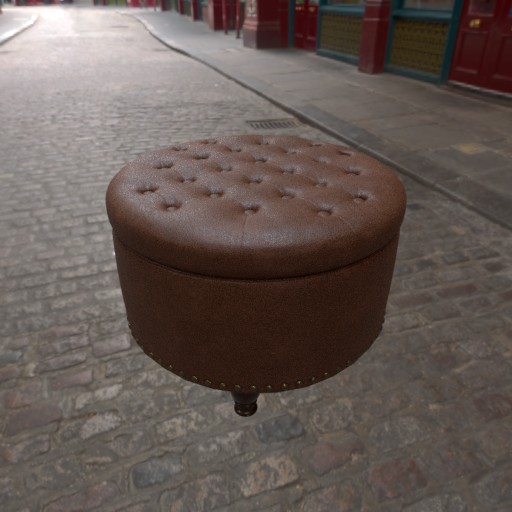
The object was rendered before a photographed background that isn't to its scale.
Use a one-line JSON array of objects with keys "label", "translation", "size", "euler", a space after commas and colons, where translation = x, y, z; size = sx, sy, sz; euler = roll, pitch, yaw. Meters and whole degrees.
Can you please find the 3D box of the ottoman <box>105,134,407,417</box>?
[{"label": "ottoman", "translation": [0.000, 0.000, 1.066], "size": [0.637, 0.442, 0.637], "euler": [0, 30, 0]}]
